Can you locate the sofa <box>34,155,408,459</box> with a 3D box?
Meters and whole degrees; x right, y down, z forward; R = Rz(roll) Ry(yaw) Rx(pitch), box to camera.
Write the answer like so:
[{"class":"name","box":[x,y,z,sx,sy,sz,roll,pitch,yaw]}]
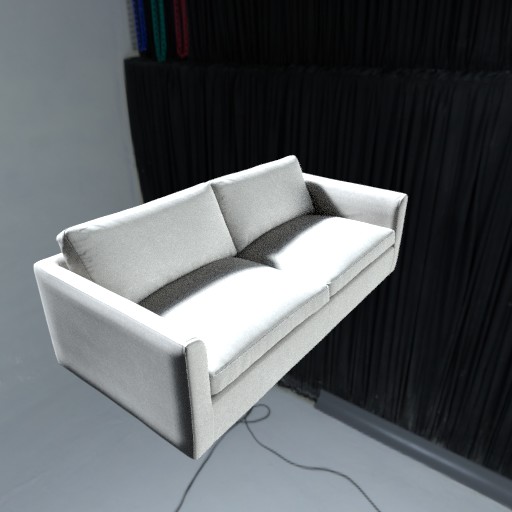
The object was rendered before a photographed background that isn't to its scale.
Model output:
[{"class":"sofa","box":[0.000,0.000,2.784,1.090,0.838,2.588,18,31,33]}]
